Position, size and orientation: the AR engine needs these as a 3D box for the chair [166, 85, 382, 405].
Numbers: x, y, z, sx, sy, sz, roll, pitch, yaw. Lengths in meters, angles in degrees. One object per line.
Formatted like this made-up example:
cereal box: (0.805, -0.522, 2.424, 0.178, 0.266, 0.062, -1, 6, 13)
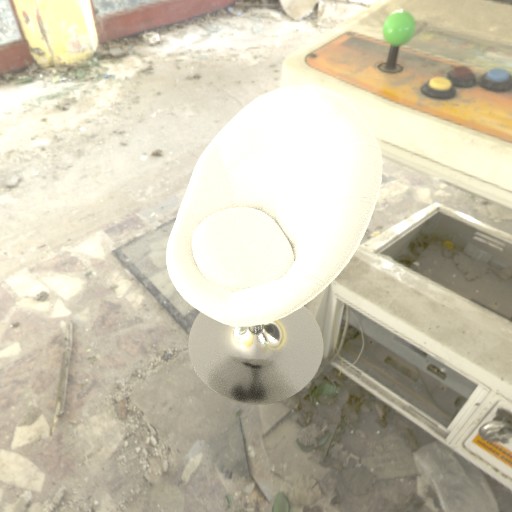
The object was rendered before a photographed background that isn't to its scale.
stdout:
chair: (0.000, 0.000, 1.862, 0.736, 1.261, 0.940, -16, 47, -15)
